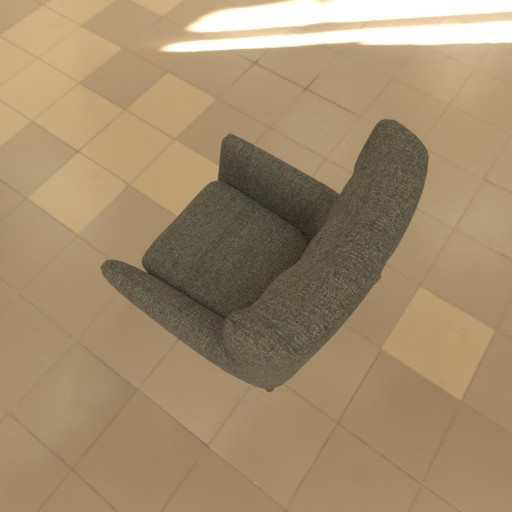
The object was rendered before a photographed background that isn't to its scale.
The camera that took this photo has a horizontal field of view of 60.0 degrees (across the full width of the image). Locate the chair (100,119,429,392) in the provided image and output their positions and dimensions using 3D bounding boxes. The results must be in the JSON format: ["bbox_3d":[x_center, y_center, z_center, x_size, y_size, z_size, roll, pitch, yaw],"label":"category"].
[{"bbox_3d":[0.000,0.000,1.754,0.904,1.063,0.878,32,67,15],"label":"chair"}]
